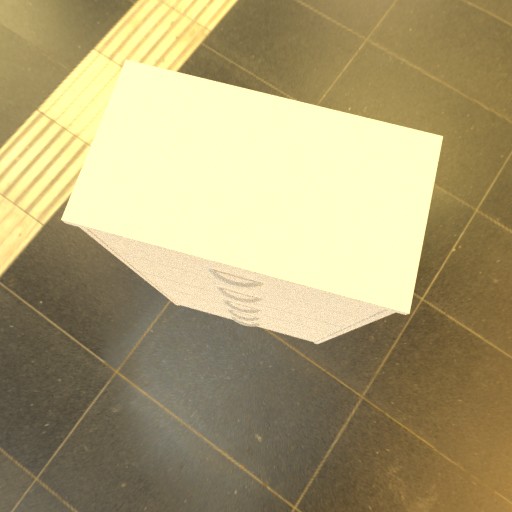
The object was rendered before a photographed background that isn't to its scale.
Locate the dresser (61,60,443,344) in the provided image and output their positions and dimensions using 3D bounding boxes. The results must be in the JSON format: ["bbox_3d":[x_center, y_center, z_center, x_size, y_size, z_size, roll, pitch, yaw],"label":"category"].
[{"bbox_3d":[0.000,0.000,1.512,0.704,1.255,0.399,15,76,4],"label":"dresser"}]
